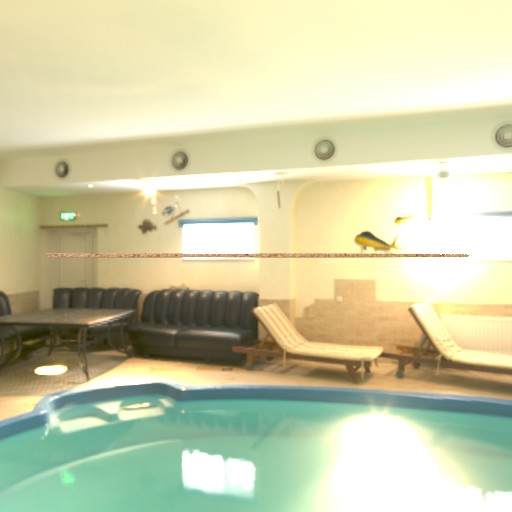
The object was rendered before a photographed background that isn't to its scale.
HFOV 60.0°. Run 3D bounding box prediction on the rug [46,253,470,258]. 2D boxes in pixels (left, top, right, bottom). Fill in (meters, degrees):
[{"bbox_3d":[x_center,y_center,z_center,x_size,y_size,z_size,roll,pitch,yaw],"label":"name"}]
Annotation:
[{"bbox_3d":[0.000,0.000,4.004,2.400,0.025,3.000,0,0,-1],"label":"rug"}]
